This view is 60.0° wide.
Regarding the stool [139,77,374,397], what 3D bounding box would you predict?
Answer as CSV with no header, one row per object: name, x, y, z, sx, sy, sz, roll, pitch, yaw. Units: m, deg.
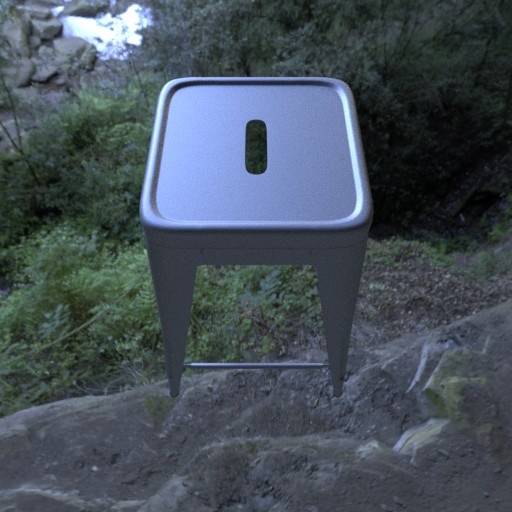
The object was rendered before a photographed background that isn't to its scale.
stool,0.000,0.000,0.886,0.406,0.610,0.406,0,58,0
